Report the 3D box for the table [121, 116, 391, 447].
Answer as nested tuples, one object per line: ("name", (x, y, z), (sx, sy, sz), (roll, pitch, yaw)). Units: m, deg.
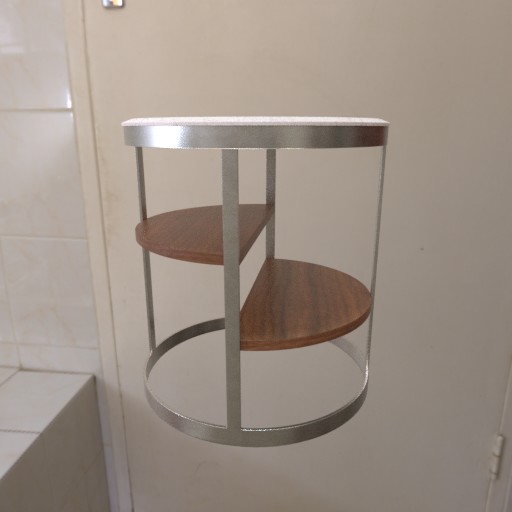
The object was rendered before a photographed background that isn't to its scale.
("table", (0.000, 0.000, 0.758), (0.407, 0.447, 0.407), (0, 16, 0))
